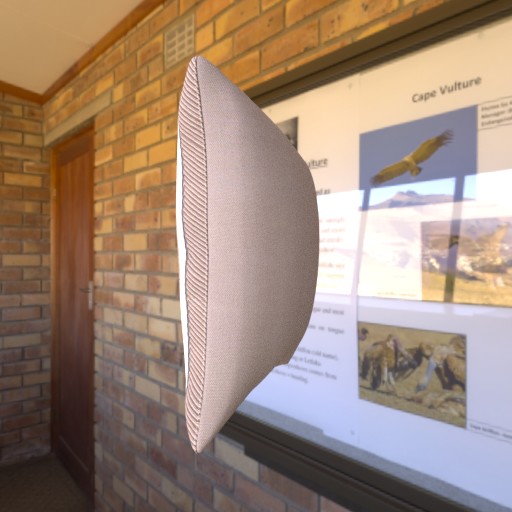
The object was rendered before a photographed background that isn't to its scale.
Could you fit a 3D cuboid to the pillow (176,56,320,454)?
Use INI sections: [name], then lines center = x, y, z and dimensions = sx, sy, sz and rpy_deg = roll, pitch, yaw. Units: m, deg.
[pillow]
center = 0.000, 0.000, 0.636
dimensions = 0.173, 0.401, 0.416
rpy_deg = 0, 0, 17
